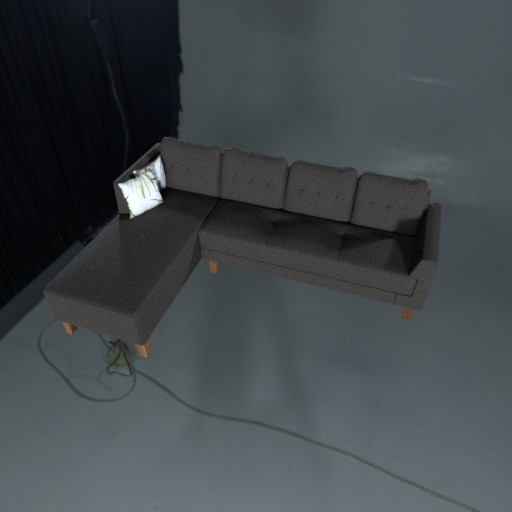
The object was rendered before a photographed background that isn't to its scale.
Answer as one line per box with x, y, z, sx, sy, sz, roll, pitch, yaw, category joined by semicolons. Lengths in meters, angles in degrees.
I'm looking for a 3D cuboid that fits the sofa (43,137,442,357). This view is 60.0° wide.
0.000;0.000;3.535;2.679;0.932;1.829;13;43;14;sofa
